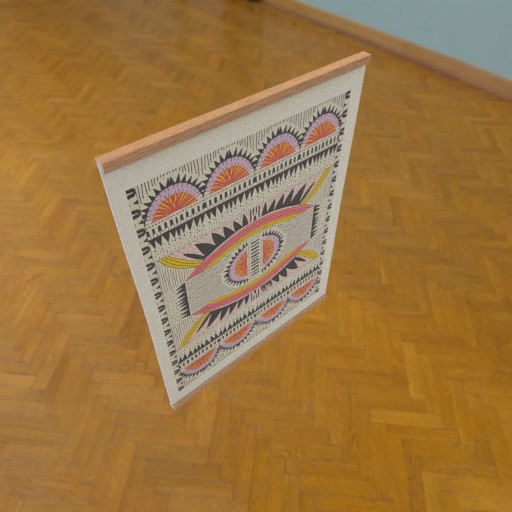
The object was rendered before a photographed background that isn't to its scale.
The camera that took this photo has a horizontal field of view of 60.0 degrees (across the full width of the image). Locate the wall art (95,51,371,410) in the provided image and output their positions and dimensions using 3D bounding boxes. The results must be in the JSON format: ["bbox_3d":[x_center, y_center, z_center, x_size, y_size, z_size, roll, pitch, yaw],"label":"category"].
[{"bbox_3d":[0.000,0.000,1.350,0.765,1.016,0.028,-32,54,-27],"label":"wall art"}]
